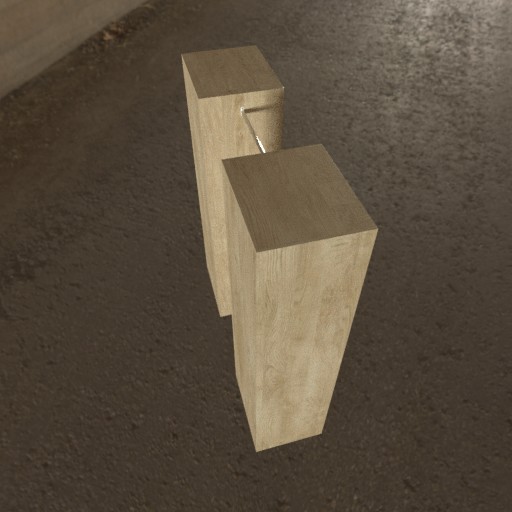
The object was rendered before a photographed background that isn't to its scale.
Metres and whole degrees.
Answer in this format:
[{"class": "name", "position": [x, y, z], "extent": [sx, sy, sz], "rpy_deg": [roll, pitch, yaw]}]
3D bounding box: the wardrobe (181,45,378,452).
[{"class": "wardrobe", "position": [0.000, 0.000, 2.954], "extent": [0.480, 2.000, 1.770], "rpy_deg": [-11, 48, -10]}]
